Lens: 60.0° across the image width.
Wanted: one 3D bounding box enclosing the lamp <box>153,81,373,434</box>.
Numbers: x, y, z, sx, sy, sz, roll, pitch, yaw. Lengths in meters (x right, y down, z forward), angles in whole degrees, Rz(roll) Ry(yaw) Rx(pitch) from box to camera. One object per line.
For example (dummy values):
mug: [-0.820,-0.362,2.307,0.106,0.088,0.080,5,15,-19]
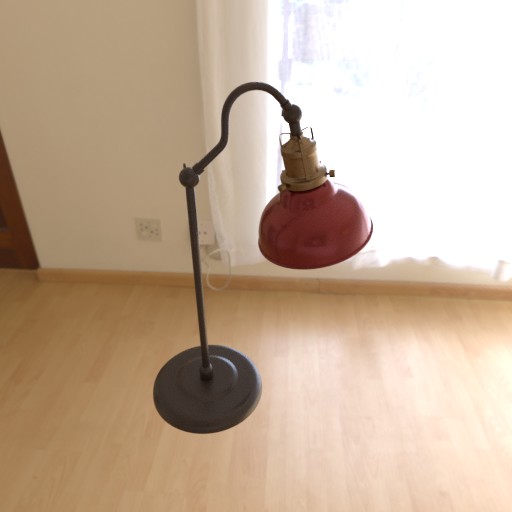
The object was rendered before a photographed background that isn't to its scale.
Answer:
lamp: [0.000,0.000,0.684,0.374,0.508,0.192,-11,33,-18]
